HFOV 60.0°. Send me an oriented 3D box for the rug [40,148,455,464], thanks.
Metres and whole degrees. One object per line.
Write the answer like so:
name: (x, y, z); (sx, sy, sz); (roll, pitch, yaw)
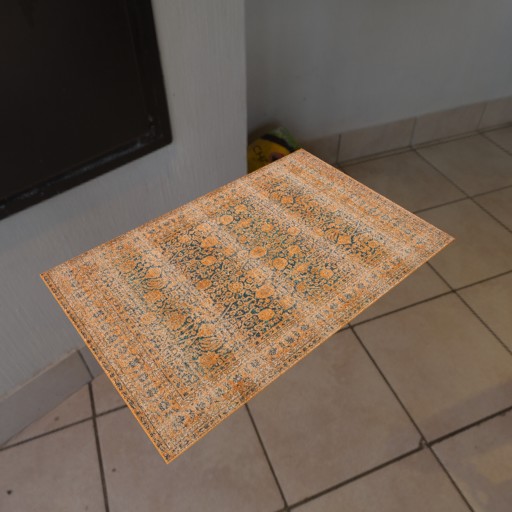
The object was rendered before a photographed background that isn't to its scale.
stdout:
rug: (0.000, 0.000, 2.958); (2.336, 0.007, 1.525); (-31, 53, -27)
